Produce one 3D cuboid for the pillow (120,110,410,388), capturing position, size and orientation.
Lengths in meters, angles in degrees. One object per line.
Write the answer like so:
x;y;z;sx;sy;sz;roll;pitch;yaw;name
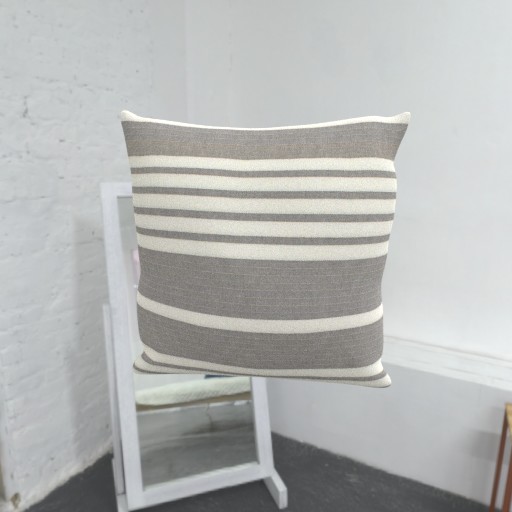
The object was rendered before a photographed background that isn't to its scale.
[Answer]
0.000;0.000;0.694;0.439;0.440;0.182;2;13;8;pillow
